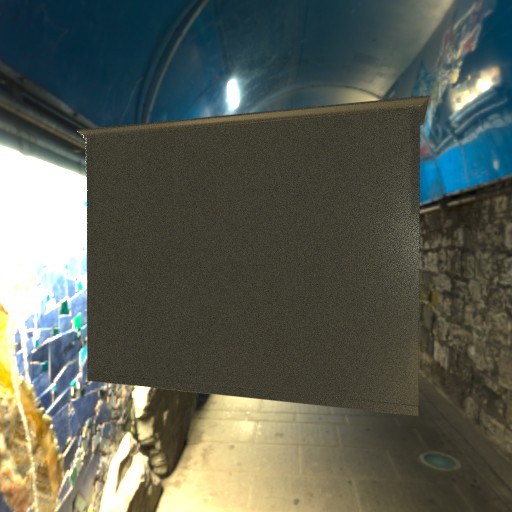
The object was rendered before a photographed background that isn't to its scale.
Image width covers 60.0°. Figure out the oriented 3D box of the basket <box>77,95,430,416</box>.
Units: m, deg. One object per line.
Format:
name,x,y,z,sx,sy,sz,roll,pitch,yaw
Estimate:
basket,0.000,0.000,1.104,0.780,0.600,0.350,0,1,18
